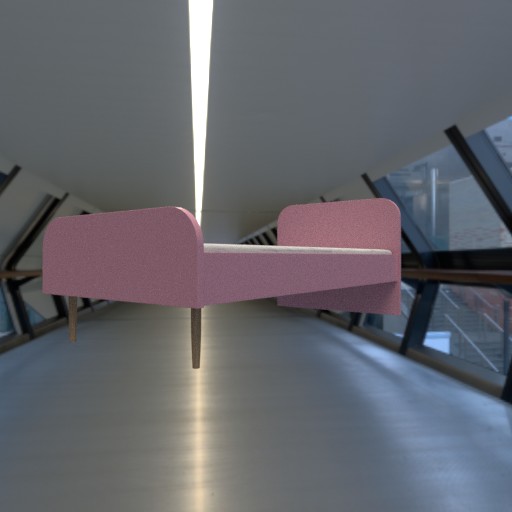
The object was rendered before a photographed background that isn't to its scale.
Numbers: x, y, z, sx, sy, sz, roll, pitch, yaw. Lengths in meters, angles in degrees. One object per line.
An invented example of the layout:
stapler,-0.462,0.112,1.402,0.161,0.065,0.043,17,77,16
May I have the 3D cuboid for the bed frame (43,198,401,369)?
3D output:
bed frame,0.000,0.000,2.537,0.998,0.805,1.963,0,0,37
